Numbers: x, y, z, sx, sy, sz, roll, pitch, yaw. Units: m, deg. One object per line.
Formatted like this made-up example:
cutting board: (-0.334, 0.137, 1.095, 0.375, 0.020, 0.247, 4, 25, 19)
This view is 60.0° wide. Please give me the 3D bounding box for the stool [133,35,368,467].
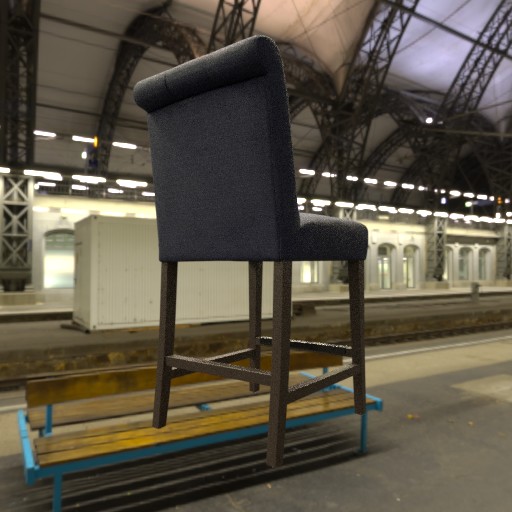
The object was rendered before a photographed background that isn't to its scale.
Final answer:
stool: (0.000, 0.000, 1.345, 0.493, 1.010, 0.601, -1, -2, 37)
